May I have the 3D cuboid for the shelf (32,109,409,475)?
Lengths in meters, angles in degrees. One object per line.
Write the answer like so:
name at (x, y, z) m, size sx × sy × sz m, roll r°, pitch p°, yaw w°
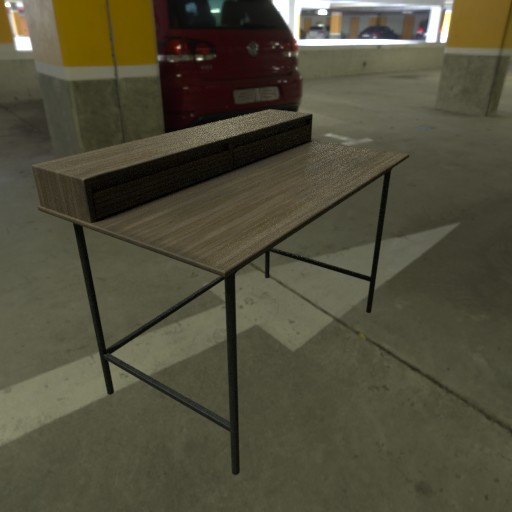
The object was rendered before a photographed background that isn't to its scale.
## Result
shelf at (0.000, 0.000, 1.682) m, size 0.685 × 0.865 × 1.212 m, roll 17°, pitch 32°, yaw 31°
